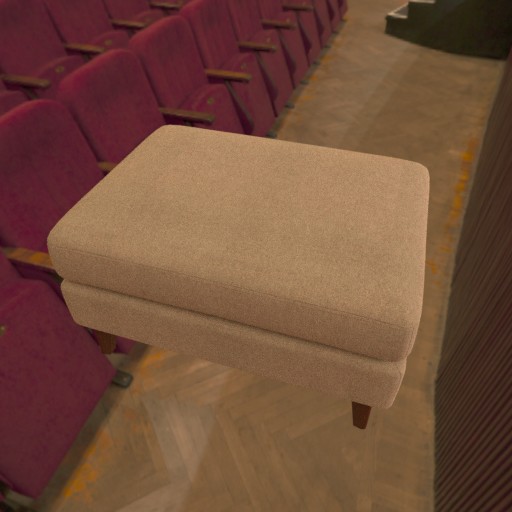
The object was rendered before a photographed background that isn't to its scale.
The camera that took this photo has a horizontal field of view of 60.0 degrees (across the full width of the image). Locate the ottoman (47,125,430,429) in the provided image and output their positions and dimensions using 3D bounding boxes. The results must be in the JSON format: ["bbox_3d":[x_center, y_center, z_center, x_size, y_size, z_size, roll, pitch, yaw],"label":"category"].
[{"bbox_3d":[0.000,0.000,1.219,0.823,0.478,0.610,12,43,13],"label":"ottoman"}]
